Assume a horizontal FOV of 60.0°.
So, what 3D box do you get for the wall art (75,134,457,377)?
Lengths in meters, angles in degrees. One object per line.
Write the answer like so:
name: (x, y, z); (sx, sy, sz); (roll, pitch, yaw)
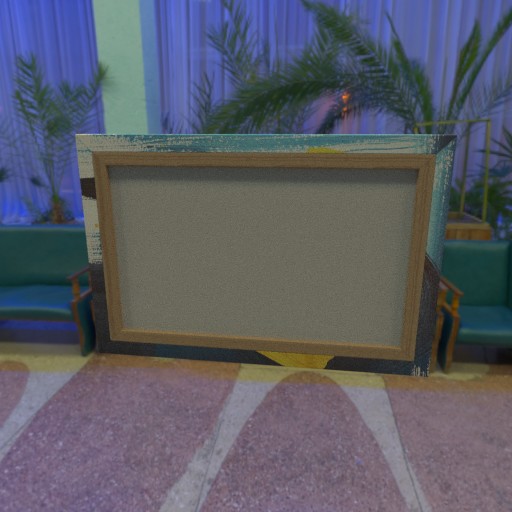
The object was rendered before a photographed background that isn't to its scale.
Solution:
wall art: (0.000, 0.000, 1.154); (0.914, 0.610, 0.039); (2, 16, 8)
